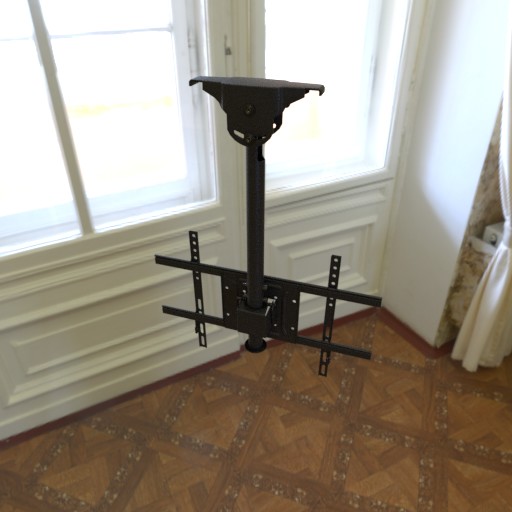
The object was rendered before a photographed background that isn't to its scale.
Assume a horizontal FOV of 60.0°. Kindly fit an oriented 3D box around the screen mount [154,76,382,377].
[{"bbox_3d":[0.000,0.000,1.037,0.595,0.775,0.090,10,34,15],"label":"screen mount"}]
